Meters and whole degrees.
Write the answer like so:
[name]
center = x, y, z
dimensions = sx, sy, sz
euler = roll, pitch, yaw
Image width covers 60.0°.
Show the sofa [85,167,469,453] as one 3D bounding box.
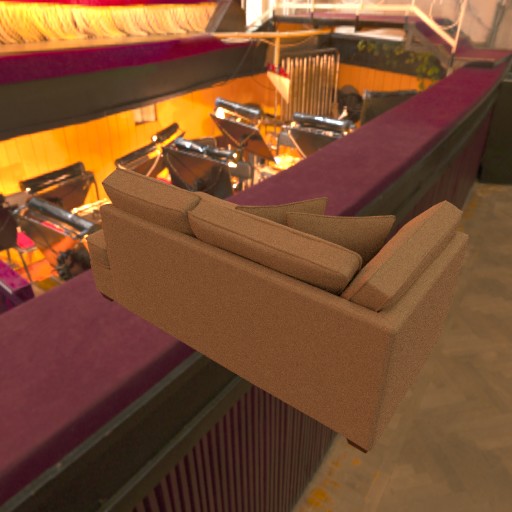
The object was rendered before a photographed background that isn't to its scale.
[sofa]
center = 0.000, 0.000, 2.863
dimensions = 2.237, 1.033, 1.110
euler = 22, 37, 32
